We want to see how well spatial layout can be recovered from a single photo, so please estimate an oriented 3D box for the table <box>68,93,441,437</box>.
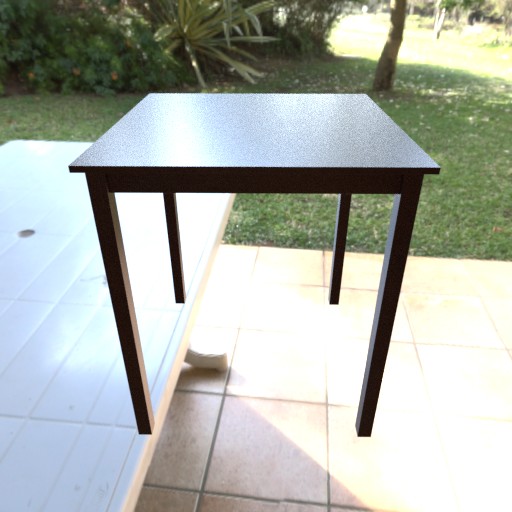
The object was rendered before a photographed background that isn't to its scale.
[{"bbox_3d":[0.000,0.000,1.646,0.861,0.991,0.861,0,31,1],"label":"table"}]
